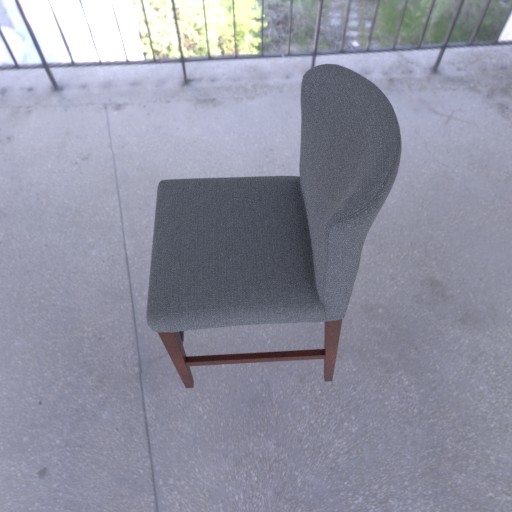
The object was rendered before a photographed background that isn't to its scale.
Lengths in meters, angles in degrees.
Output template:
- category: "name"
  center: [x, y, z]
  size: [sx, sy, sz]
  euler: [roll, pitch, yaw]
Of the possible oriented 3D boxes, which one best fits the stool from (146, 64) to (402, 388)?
- category: "stool"
  center: [0.000, 0.000, 1.270]
  size: [0.568, 0.968, 0.479]
  euler: [-3, 56, -2]
